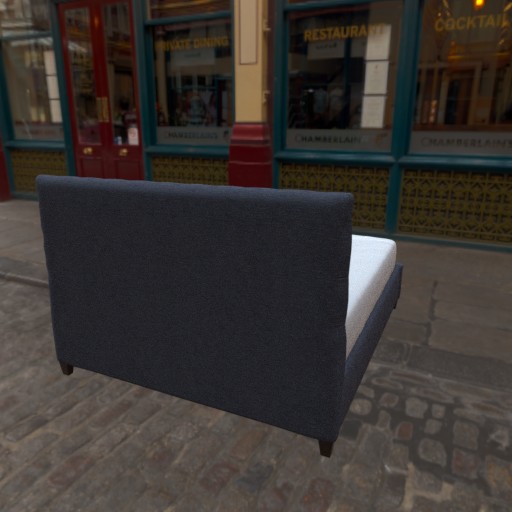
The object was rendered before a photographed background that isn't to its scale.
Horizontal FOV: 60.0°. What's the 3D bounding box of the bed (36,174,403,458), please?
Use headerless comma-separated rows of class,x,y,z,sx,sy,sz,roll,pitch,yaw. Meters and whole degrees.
bed,0.000,0.000,3.624,2.078,1.427,2.387,7,18,24
